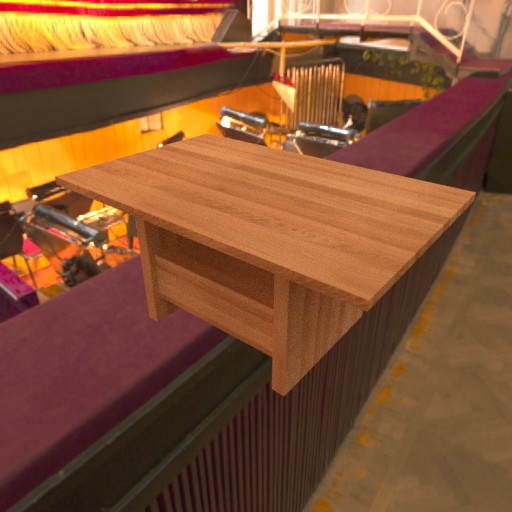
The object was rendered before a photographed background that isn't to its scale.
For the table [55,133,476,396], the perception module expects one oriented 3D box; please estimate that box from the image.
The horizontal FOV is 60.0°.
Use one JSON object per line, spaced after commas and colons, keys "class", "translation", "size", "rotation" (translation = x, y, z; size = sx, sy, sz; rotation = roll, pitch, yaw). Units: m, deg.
{"class": "table", "translation": [0.000, 0.000, 1.491], "size": [1.100, 0.510, 0.700], "rotation": [22, 36, 33]}
